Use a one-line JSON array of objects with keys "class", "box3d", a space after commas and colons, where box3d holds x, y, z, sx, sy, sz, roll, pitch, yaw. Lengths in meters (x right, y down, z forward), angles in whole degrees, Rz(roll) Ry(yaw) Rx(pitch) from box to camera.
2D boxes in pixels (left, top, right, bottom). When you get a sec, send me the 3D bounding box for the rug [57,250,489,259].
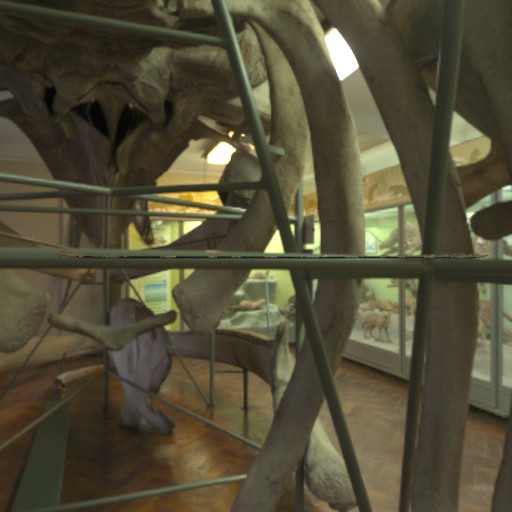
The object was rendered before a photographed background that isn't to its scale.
[{"class": "rug", "box3d": [0.000, 0.000, 4.292, 3.307, 0.047, 2.418, 0, -1, -18]}]
